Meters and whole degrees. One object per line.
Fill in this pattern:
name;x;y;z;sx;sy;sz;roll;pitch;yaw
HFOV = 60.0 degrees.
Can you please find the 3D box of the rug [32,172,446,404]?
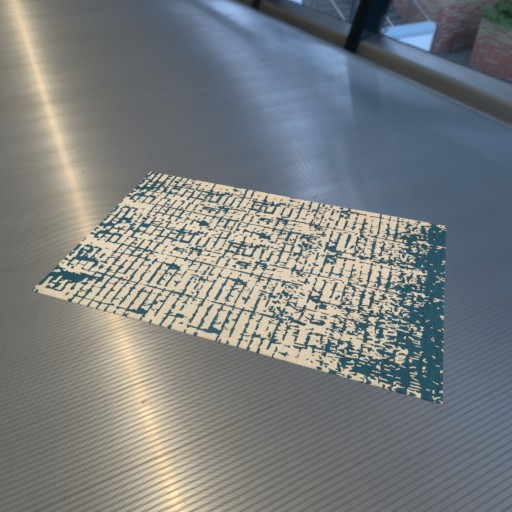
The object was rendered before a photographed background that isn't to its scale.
rug;0.000;0.000;3.001;2.435;0.011;1.517;12;43;14
